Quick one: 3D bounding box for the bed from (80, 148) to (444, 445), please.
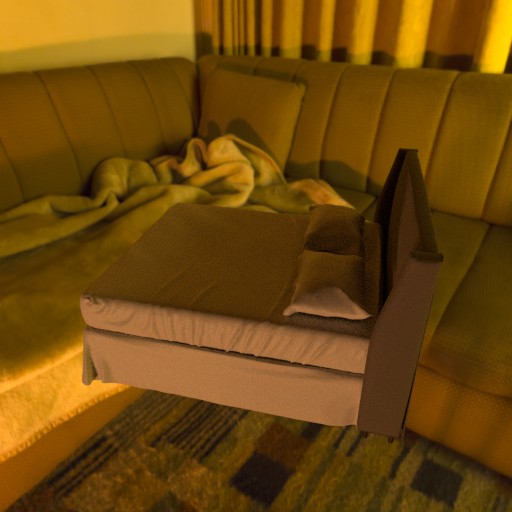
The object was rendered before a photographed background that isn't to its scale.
[{"bbox_3d":[0.000,0.000,3.380,2.276,1.332,1.925,7,30,12],"label":"bed"}]
